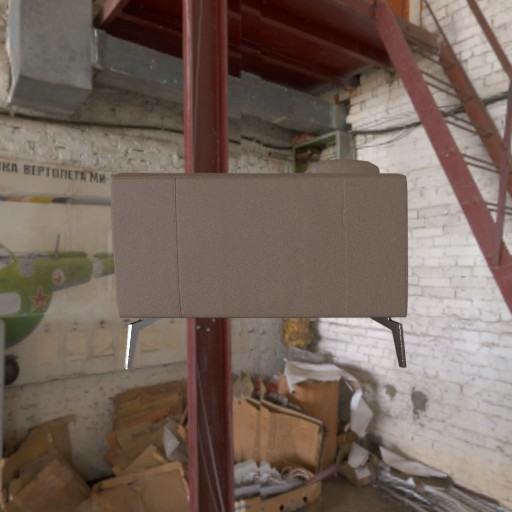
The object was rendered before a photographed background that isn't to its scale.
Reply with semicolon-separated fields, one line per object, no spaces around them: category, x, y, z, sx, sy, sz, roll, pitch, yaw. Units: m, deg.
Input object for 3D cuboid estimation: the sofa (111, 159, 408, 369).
sofa;0.000;0.000;2.376;1.003;0.779;1.895;0;-1;-1
